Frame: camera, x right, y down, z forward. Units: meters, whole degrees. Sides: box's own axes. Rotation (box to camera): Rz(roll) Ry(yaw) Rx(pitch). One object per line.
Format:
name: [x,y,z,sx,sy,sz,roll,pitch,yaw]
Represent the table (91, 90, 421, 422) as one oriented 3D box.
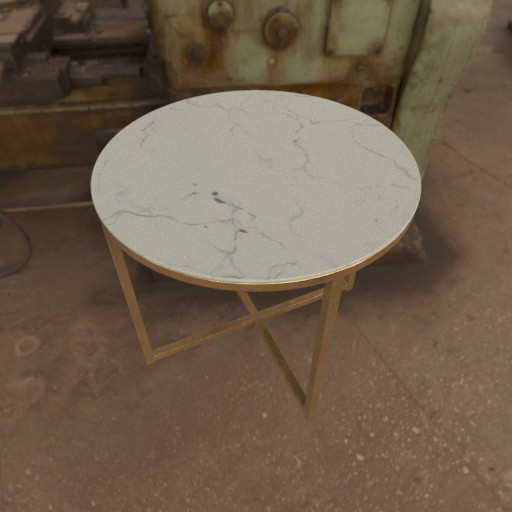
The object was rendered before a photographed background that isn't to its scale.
table: [0.000,0.000,0.841,0.500,0.420,0.500,0,45,0]
